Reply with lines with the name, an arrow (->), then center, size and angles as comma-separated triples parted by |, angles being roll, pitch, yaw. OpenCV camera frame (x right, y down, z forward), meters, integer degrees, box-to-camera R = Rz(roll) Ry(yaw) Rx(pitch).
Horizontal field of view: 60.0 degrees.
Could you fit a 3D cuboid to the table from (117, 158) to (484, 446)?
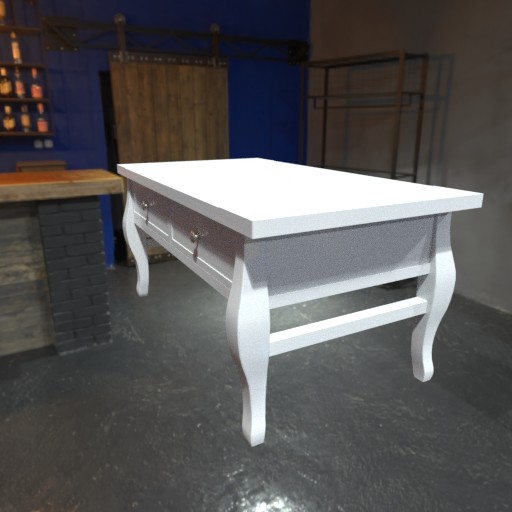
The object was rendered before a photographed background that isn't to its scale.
table -> 0.000, 0.000, 1.376 | 0.600, 0.495, 1.062 | -9, 19, -27
